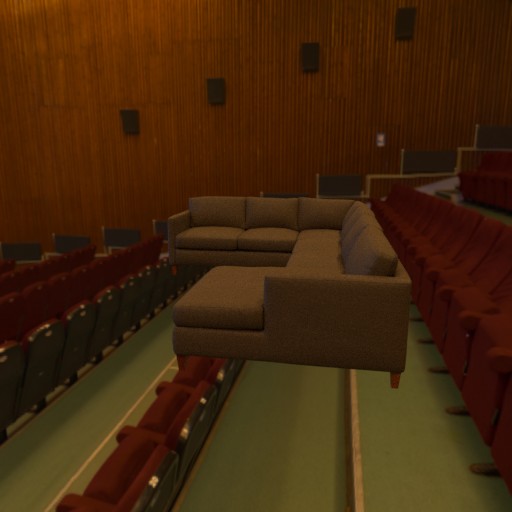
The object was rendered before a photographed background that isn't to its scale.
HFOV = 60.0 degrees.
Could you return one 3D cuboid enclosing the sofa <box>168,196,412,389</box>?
[{"bbox_3d":[0.000,0.000,4.632,2.594,0.961,3.460,2,13,10],"label":"sofa"}]
